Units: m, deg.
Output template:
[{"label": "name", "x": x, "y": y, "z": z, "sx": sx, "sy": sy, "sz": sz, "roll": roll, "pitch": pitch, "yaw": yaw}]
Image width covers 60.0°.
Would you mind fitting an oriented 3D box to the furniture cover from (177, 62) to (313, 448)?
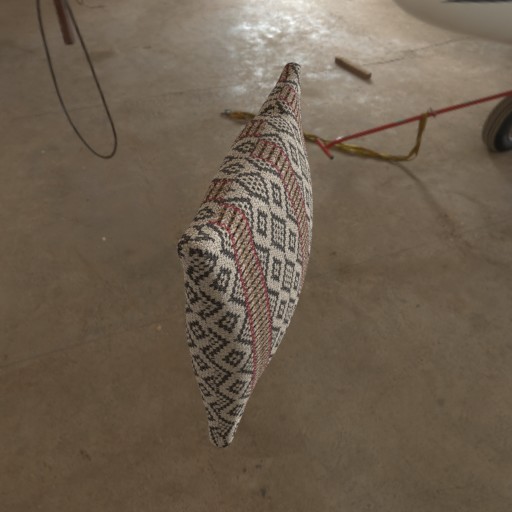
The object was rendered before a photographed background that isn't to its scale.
[{"label": "furniture cover", "x": 0.000, "y": 0.000, "z": 0.796, "sx": 0.182, "sy": 0.506, "sz": 0.503, "roll": 11, "pitch": 46, "yaw": 11}]
